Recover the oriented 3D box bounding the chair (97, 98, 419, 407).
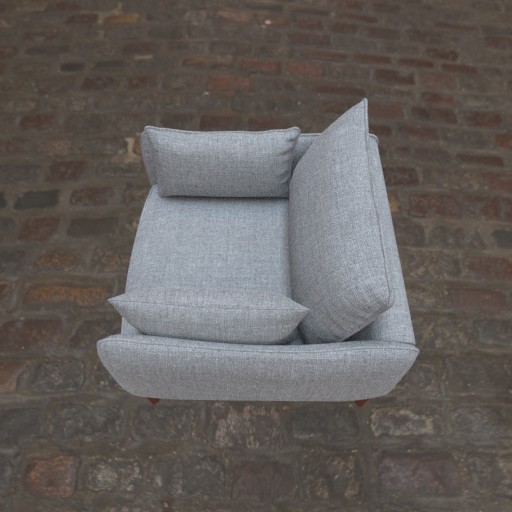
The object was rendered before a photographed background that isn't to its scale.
[{"bbox_3d":[0.000,0.000,1.677,0.976,0.839,0.993,1,57,0],"label":"chair"}]
